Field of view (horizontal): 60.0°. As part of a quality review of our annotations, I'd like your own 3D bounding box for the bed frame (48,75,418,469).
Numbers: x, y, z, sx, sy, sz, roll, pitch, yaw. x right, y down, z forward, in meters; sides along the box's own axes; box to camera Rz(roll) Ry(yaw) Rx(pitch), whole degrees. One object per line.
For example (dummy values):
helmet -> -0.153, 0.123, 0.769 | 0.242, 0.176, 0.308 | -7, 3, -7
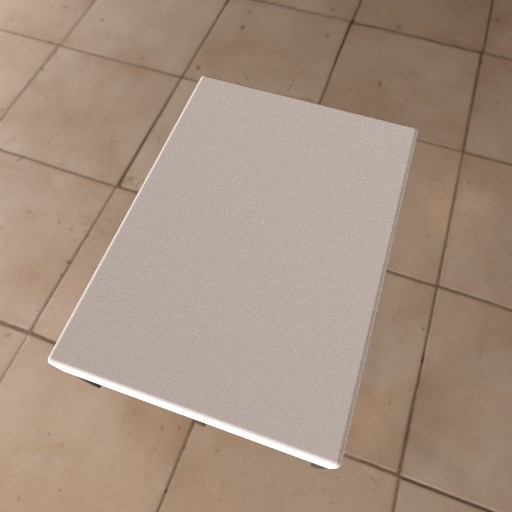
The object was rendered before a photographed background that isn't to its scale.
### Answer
bed frame -> 0.000, 0.000, 2.643 | 1.408, 0.659, 1.956 | 17, 65, 8
